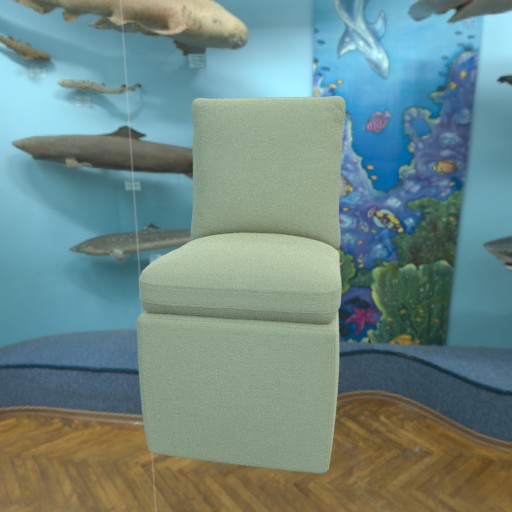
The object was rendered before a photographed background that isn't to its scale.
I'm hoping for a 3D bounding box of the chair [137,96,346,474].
[{"bbox_3d":[0.000,0.000,1.317,0.503,0.927,0.698,2,15,9],"label":"chair"}]
